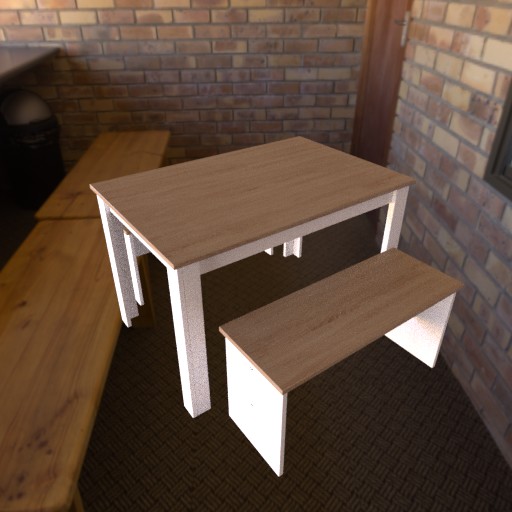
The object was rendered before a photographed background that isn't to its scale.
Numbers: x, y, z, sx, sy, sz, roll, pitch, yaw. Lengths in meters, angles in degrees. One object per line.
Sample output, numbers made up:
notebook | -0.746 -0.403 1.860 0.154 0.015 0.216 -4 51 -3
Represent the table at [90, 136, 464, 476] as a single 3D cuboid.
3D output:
table | 0.000 0.000 1.967 1.100 0.700 1.443 -21 37 -30
